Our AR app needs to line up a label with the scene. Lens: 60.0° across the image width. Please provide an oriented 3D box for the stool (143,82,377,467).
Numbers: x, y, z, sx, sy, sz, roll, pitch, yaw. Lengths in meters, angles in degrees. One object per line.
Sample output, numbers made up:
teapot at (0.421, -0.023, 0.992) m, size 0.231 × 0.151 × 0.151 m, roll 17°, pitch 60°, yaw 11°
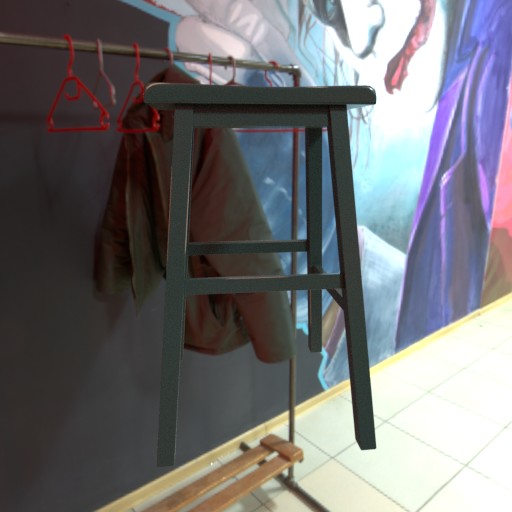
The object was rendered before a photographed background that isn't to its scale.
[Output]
stool at (0.000, 0.000, 1.046) m, size 0.457 × 0.737 × 0.476 m, roll -2°, pitch 15°, yaw -7°
